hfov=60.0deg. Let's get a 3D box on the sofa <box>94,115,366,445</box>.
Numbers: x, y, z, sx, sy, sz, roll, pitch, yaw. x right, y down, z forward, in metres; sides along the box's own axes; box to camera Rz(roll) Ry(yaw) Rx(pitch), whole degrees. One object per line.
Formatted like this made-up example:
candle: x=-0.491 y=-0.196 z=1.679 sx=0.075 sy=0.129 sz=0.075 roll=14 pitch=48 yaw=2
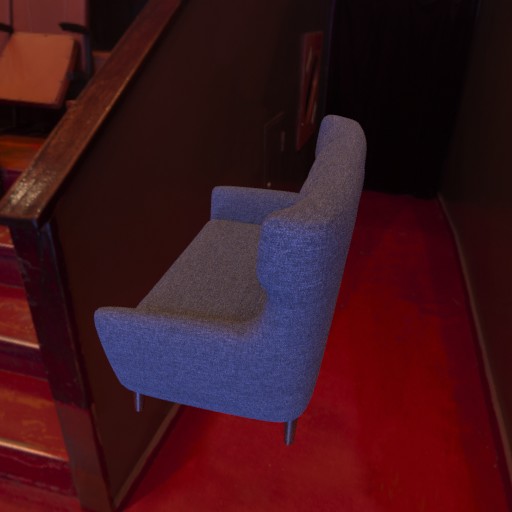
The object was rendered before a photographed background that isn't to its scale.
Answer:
sofa: x=0.000 y=0.000 z=2.035 sx=0.874 sy=1.028 sz=1.358 roll=7 pitch=30 yaw=13
